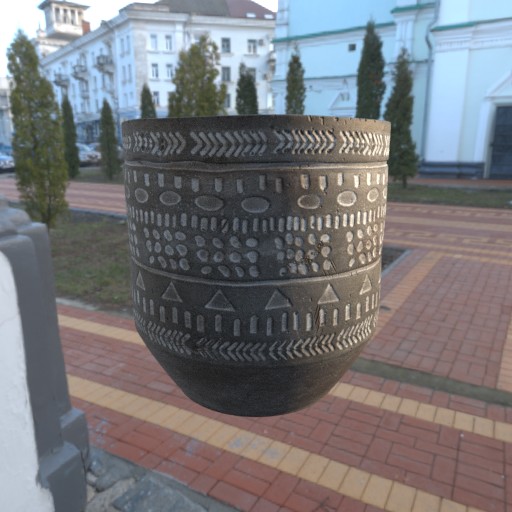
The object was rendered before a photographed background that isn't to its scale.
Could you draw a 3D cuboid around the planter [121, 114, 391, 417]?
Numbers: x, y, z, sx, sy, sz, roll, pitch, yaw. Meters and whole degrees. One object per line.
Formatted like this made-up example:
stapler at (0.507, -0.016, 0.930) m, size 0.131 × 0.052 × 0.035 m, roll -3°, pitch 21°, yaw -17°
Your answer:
planter at (0.000, 0.000, 0.221) m, size 0.122 × 0.128 × 0.122 m, roll 0°, pitch 14°, yaw 0°
